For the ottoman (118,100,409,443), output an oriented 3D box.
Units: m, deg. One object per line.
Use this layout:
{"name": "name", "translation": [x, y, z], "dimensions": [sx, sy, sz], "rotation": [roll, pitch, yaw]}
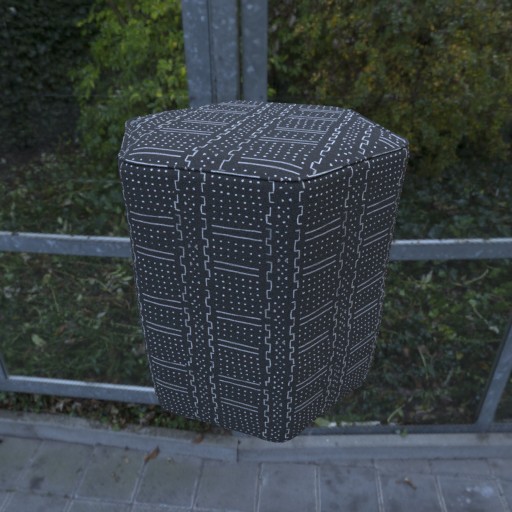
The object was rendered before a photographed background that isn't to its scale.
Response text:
{"name": "ottoman", "translation": [0.000, 0.000, 0.852], "dimensions": [0.494, 0.502, 0.443], "rotation": [10, 31, 16]}
